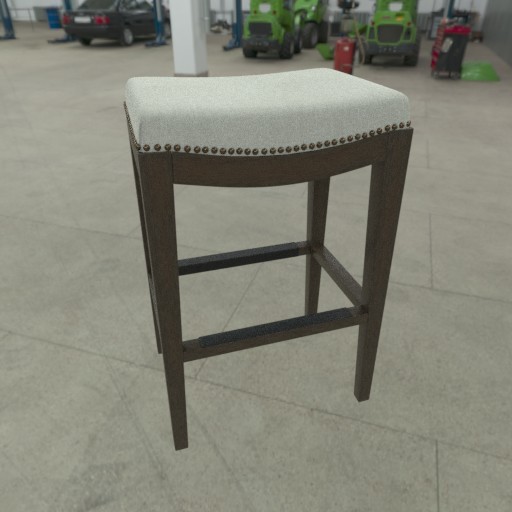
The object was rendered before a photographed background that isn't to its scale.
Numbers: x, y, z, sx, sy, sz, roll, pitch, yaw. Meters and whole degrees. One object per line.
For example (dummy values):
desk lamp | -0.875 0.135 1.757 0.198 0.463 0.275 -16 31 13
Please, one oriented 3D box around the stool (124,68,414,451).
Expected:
stool | 0.000 0.000 1.030 0.498 0.759 0.358 -9 32 -15
